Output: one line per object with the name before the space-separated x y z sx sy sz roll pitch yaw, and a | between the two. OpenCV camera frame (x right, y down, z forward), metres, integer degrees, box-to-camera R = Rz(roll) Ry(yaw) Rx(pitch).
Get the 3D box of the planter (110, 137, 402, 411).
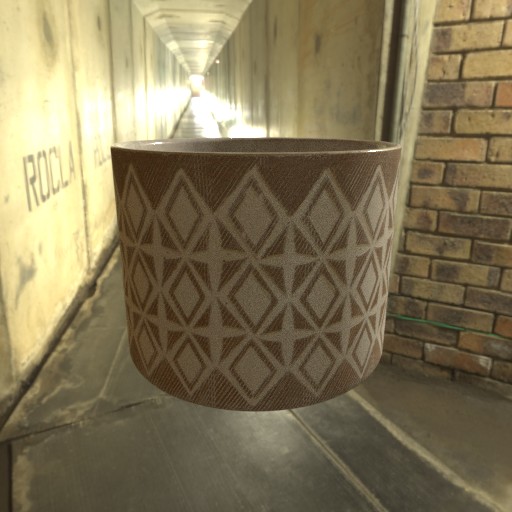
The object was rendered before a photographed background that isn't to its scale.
planter | 0.000 0.000 0.332 0.193 0.165 0.193 0 17 0
